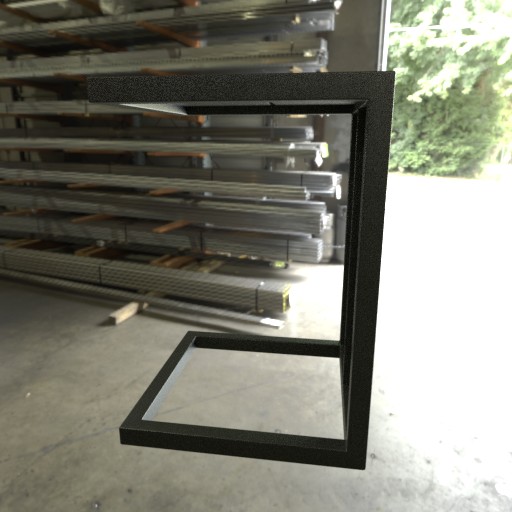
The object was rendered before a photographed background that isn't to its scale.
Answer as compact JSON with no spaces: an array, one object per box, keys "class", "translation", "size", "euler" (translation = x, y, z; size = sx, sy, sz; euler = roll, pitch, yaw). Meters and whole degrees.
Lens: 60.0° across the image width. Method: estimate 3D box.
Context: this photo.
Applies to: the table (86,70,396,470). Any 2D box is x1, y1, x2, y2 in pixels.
[{"class":"table","translation":[0.000,0.000,0.862],"size":[0.420,0.609,0.405],"euler":[2,15,8]}]
